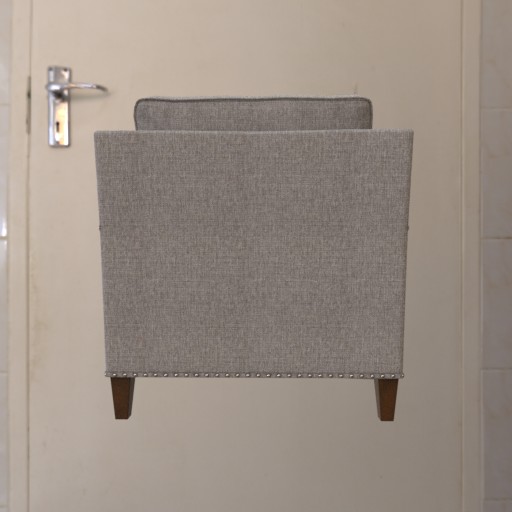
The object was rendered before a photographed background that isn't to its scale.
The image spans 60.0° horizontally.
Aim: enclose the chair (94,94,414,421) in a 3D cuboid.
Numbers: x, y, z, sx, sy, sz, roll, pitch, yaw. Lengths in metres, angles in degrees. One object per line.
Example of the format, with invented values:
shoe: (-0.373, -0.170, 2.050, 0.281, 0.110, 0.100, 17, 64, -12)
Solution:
chair: (0.000, 0.000, 1.661, 0.853, 0.943, 1.014, 0, 0, 1)
